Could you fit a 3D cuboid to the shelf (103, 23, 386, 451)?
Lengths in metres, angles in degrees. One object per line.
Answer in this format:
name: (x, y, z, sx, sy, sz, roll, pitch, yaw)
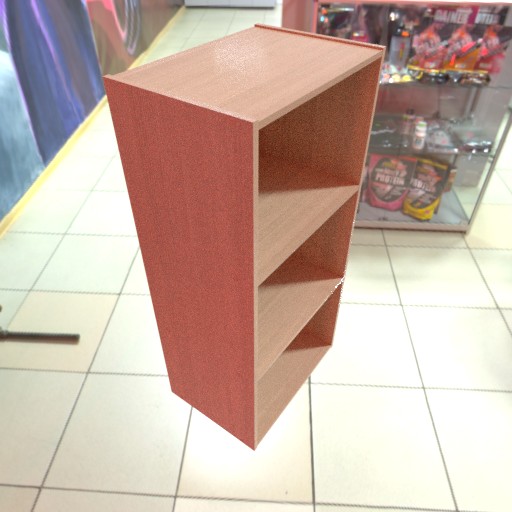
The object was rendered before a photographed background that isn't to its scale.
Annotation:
shelf: (0.000, 0.000, 1.039, 0.292, 0.876, 0.417, 25, 46, 27)
